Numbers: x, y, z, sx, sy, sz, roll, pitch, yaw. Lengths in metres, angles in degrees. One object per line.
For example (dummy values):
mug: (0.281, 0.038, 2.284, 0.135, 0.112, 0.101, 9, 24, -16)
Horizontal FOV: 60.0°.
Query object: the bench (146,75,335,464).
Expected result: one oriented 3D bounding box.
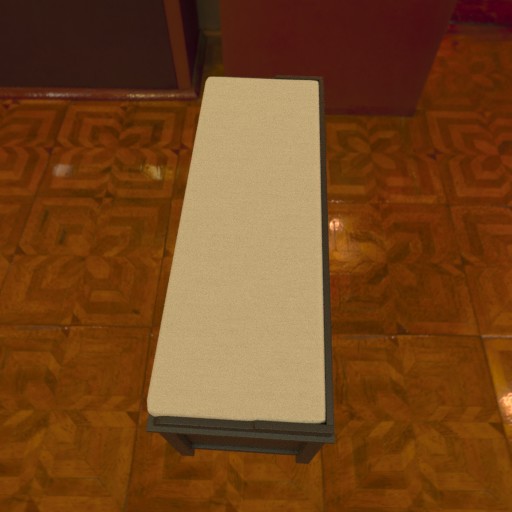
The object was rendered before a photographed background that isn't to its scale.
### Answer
bench: (0.000, 0.000, 1.400, 0.398, 0.501, 1.140, 3, 59, 2)
